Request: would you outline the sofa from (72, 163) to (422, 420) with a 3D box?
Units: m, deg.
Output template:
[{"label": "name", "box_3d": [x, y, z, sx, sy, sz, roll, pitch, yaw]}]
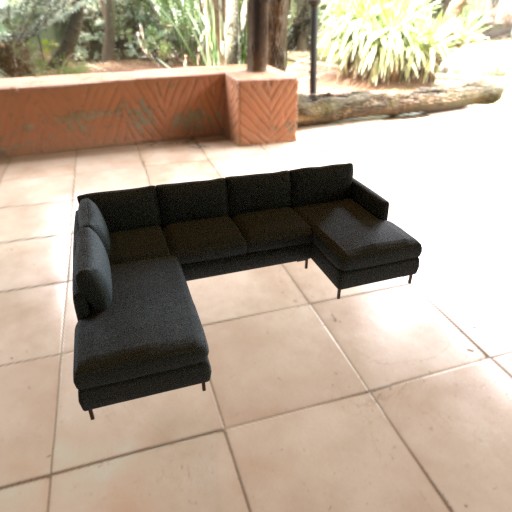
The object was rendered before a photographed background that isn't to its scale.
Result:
[{"label": "sofa", "box_3d": [0.000, 0.000, 3.530, 2.737, 0.753, 1.879, -10, 32, -16]}]
